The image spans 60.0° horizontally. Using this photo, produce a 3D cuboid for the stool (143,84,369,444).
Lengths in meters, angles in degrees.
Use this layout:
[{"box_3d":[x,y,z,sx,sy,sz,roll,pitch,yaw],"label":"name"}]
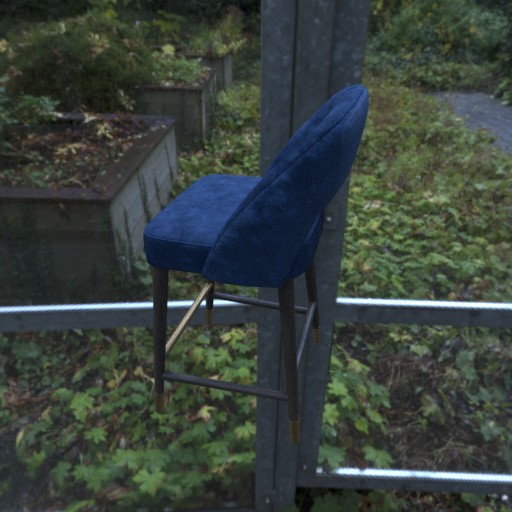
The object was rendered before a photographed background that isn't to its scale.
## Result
[{"box_3d":[0.000,0.000,1.264,0.524,0.925,0.536,8,30,13],"label":"stool"}]
